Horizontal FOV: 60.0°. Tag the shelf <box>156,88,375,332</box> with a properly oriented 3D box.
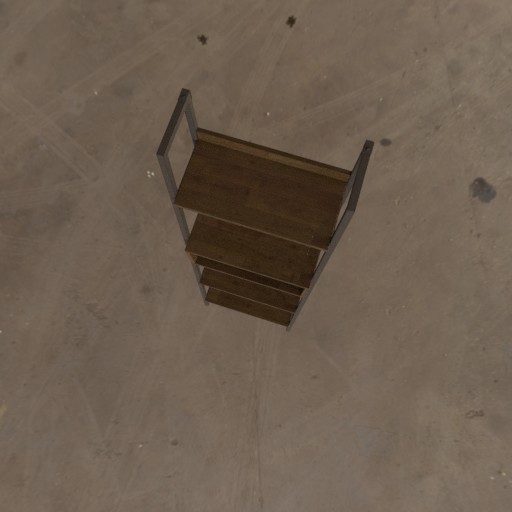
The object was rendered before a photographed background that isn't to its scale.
[{"bbox_3d":[0.000,0.000,2.350,0.652,2.005,0.454,17,76,4],"label":"shelf"}]
